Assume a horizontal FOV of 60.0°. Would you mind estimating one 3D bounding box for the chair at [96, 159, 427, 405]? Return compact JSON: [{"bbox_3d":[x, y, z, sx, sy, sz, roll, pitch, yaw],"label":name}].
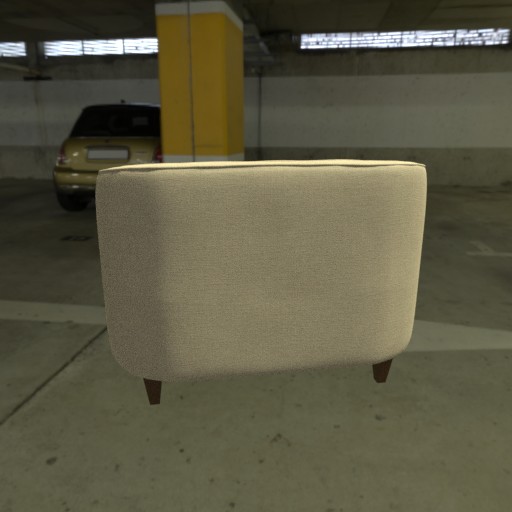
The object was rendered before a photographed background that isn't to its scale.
[{"bbox_3d":[0.000,0.000,1.756,1.118,0.787,0.914,-3,16,-9],"label":"chair"}]
